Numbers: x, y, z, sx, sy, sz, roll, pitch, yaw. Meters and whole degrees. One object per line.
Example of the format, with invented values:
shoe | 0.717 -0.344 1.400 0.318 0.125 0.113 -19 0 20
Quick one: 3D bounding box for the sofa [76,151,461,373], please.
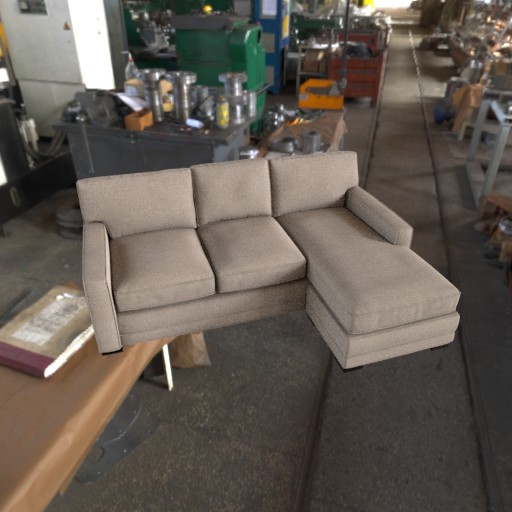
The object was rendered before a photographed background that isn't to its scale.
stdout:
sofa | 0.000 0.000 2.860 2.087 0.861 1.496 -10 33 -15
